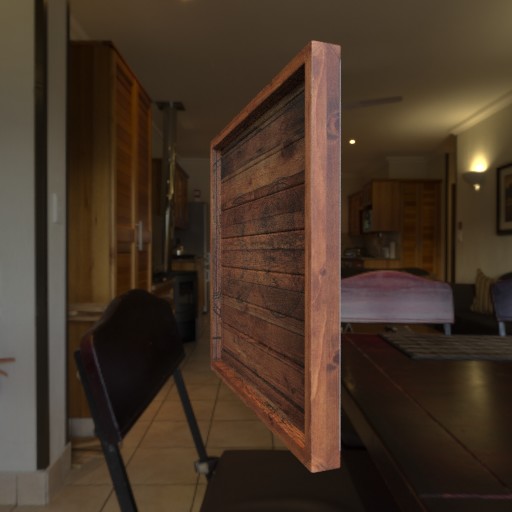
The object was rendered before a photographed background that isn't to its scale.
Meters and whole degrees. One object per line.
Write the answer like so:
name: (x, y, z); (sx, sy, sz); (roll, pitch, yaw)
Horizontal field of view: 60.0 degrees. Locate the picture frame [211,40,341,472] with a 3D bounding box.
picture frame: (0.000, 0.000, 0.534); (0.028, 0.356, 0.352); (0, 0, -19)
